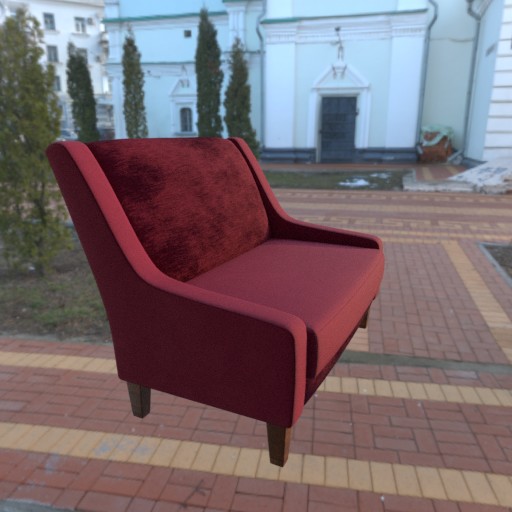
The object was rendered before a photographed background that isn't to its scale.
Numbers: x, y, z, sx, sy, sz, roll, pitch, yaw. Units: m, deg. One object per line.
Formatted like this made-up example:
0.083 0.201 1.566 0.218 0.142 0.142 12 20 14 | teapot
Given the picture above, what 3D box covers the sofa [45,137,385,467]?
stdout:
0.000 0.000 1.899 0.946 0.976 1.242 8 17 25 | sofa
